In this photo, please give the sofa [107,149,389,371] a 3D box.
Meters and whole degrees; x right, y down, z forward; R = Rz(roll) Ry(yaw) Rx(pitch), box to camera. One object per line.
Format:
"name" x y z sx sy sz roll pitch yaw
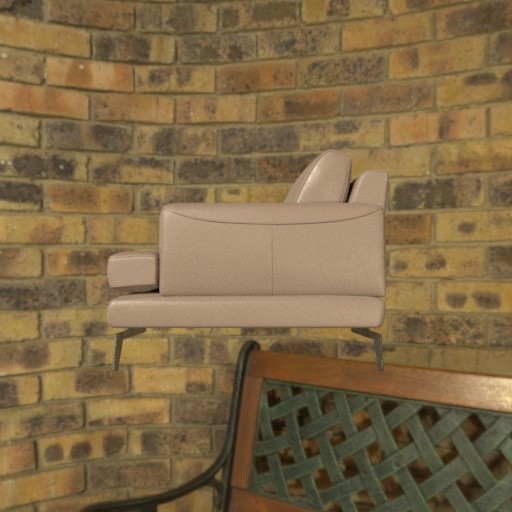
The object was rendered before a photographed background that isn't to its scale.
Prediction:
"sofa" 0.000 0.000 2.387 0.974 0.765 1.940 0 0 0
